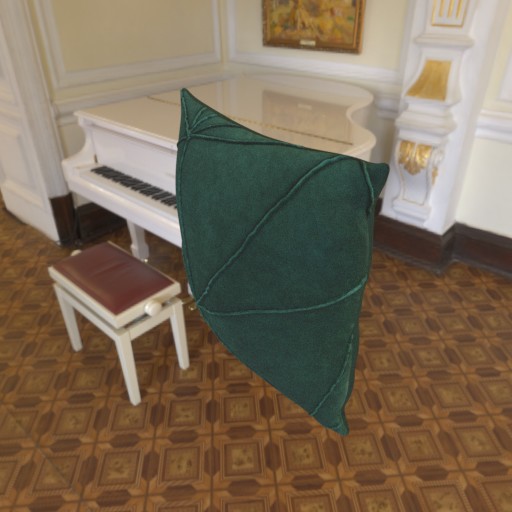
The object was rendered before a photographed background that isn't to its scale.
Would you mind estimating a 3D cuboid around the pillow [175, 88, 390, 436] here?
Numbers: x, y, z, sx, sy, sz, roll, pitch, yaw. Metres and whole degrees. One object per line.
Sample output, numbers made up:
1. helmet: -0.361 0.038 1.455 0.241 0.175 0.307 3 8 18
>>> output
1. pillow: 0.000 0.000 0.698 0.184 0.440 0.439 -21 37 -30
